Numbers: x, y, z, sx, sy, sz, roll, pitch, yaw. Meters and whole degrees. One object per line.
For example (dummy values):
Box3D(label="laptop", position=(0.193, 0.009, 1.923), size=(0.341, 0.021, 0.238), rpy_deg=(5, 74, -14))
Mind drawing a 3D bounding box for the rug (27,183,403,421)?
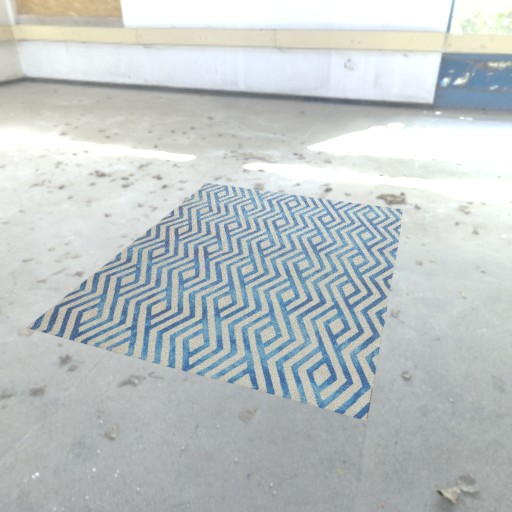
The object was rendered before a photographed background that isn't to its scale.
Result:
Box3D(label="rug", position=(0.000, 0.000, 4.111), size=(2.453, 0.008, 3.059), rpy_deg=(10, 32, 17))
